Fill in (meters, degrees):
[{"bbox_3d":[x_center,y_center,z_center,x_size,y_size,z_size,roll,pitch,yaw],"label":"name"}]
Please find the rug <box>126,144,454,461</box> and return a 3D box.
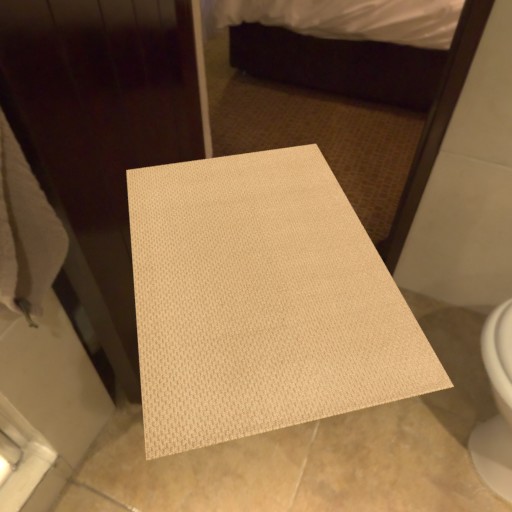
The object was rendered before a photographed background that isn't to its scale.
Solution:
[{"bbox_3d":[0.000,0.000,2.780,1.509,0.013,2.144,-10,49,-9],"label":"rug"}]
